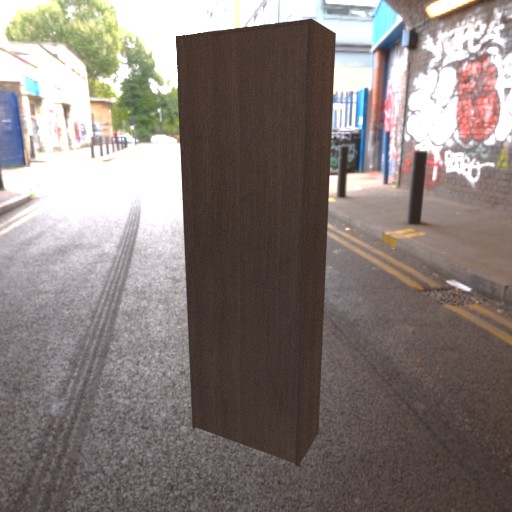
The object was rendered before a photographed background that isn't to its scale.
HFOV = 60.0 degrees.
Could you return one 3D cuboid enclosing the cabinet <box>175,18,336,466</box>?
[{"bbox_3d":[0.000,0.000,1.792,0.520,1.630,0.255,8,17,27],"label":"cabinet"}]
